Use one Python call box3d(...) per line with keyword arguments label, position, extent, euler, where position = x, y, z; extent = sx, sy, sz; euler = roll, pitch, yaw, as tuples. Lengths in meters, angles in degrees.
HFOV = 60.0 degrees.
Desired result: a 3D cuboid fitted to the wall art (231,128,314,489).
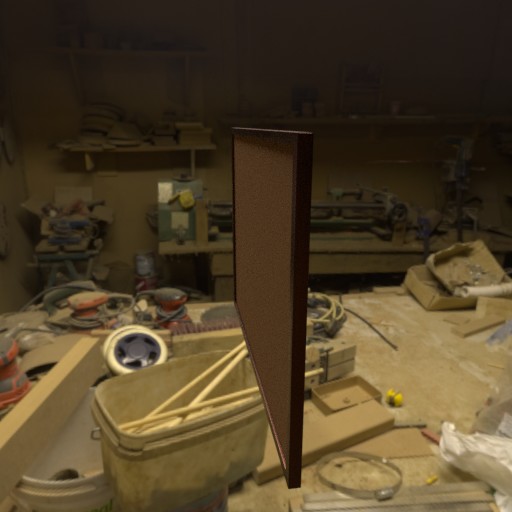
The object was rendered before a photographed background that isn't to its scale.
box3d(label="wall art", position=(0.000, 0.000, 0.553), extent=(0.012, 0.304, 0.431), euler=(-3, 17, -9))
